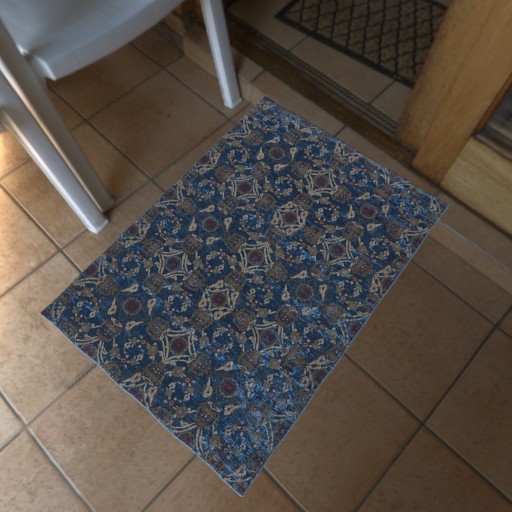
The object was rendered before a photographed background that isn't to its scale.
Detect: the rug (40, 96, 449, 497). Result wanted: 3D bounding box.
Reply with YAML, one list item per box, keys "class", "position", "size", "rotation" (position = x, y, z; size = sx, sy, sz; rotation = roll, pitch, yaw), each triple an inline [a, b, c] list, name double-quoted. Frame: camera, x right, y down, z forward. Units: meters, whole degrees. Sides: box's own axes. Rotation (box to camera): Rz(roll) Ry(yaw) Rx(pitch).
- class: "rug"
  position: [0.000, 0.000, 2.819]
  size: [1.567, 0.014, 2.207]
  rotation: [36, 70, 15]
